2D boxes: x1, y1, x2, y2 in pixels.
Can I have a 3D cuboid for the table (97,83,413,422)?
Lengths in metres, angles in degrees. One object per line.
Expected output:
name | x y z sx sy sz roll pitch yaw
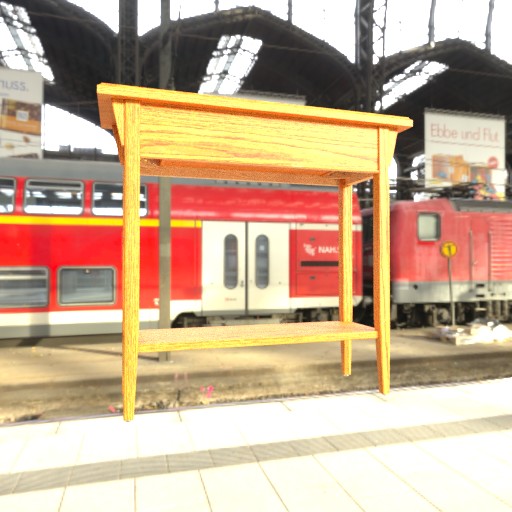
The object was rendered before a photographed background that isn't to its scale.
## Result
table | 0.000 0.000 1.139 0.762 0.711 0.254 0 -1 -17
